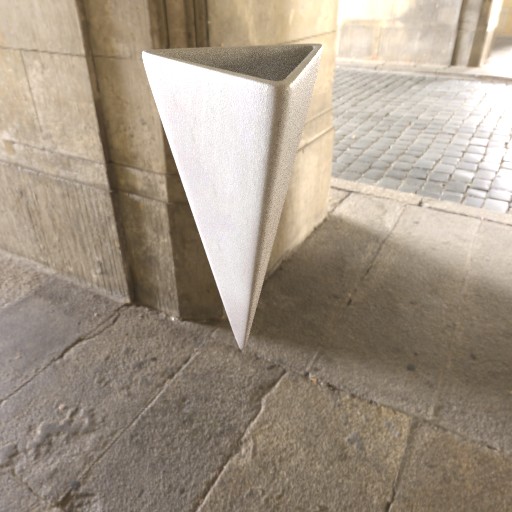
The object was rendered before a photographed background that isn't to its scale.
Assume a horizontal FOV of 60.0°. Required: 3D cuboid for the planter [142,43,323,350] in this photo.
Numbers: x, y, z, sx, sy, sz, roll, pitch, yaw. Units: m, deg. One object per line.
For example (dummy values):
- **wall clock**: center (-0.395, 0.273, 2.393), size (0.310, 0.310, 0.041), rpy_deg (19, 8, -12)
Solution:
- **planter**: center (0.000, 0.000, 0.271), size (0.101, 0.224, 0.081), rpy_deg (-9, 33, -14)
